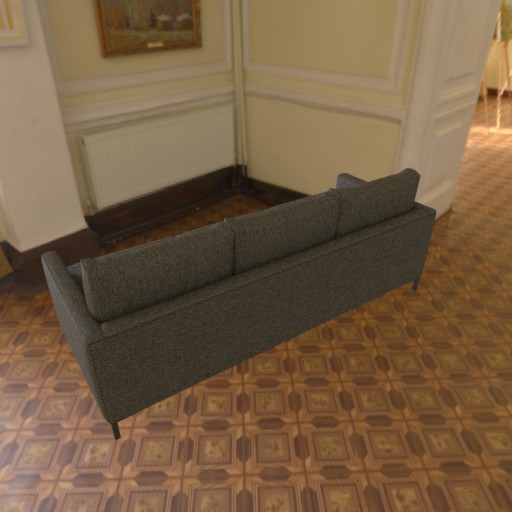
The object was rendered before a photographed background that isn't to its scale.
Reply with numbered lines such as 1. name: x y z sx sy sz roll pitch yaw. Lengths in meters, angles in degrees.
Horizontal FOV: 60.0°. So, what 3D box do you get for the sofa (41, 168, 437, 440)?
1. sofa: 0.000 0.000 2.695 2.253 0.879 0.876 -19 36 -29
